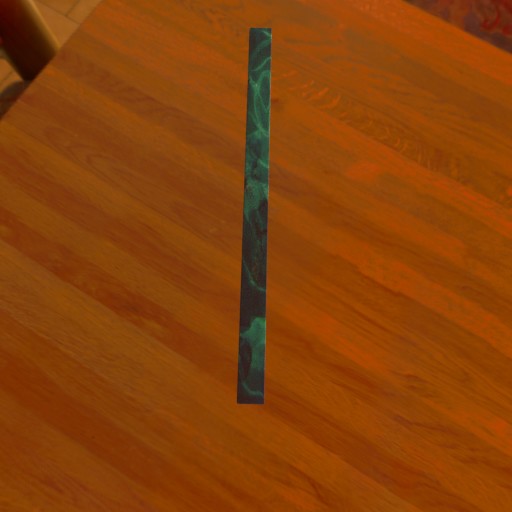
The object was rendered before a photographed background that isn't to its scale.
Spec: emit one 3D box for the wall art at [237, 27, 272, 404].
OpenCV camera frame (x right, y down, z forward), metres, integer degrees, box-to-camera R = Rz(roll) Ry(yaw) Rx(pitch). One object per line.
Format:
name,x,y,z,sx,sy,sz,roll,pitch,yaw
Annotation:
wall art,0.000,0.000,1.048,0.038,0.760,0.609,1,76,0
